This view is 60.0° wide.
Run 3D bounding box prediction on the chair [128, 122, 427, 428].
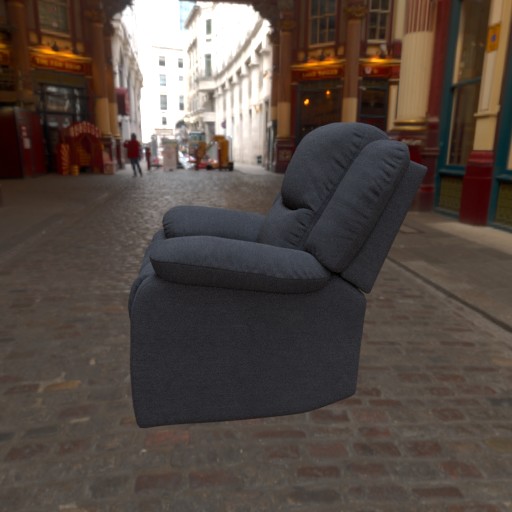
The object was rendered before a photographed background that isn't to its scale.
[{"bbox_3d":[0.000,0.000,1.741,0.944,1.008,0.899,-2,15,-8],"label":"chair"}]
